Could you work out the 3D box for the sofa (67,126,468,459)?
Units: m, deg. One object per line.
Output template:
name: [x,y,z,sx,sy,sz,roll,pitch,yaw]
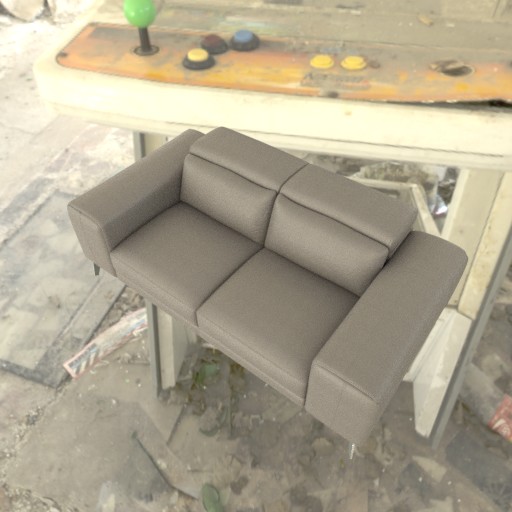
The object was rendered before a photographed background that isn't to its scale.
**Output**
sofa: [0.000,0.000,2.465,1.930,0.753,1.024,29,53,25]
